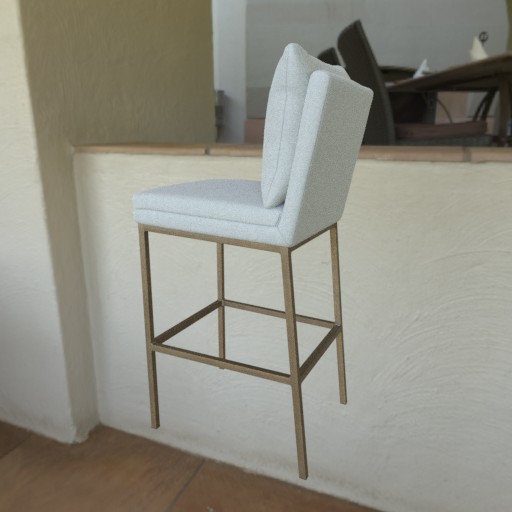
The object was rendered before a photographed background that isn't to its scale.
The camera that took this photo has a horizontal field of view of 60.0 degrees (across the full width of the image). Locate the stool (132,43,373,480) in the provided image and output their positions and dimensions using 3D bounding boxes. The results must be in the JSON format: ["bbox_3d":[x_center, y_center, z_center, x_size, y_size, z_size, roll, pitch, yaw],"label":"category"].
[{"bbox_3d":[0.000,0.000,1.383,0.572,1.125,0.463,8,17,26],"label":"stool"}]
